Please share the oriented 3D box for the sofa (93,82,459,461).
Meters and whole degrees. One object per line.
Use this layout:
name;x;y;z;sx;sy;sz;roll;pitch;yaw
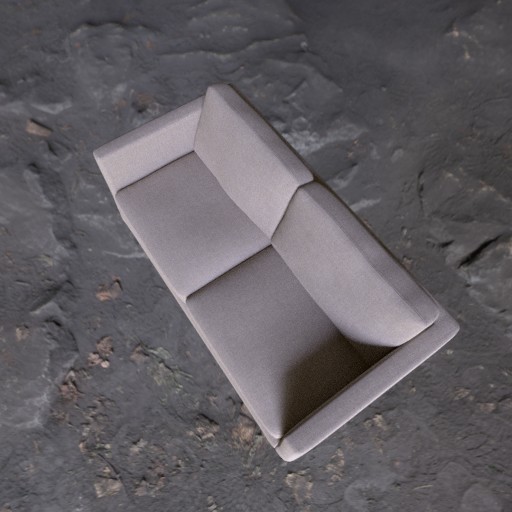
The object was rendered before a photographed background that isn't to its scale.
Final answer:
sofa;0.000;0.000;2.432;0.951;0.947;1.884;-32;67;-15
